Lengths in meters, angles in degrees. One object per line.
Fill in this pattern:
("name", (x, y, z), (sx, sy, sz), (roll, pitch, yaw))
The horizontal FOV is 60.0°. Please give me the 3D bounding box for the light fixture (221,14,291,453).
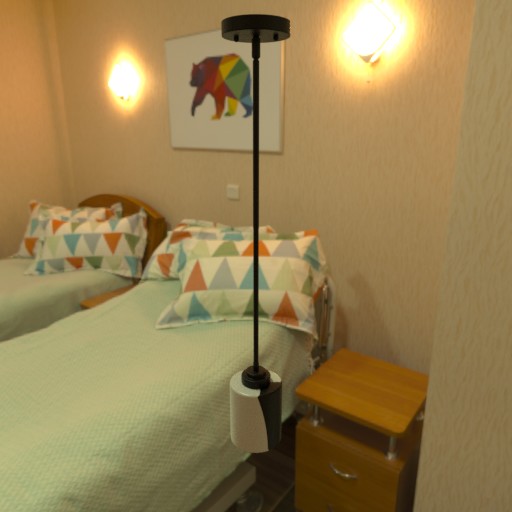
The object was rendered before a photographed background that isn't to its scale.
("light fixture", (0.000, 0.000, 0.907), (0.123, 0.863, 0.123), (2, 16, 7))
